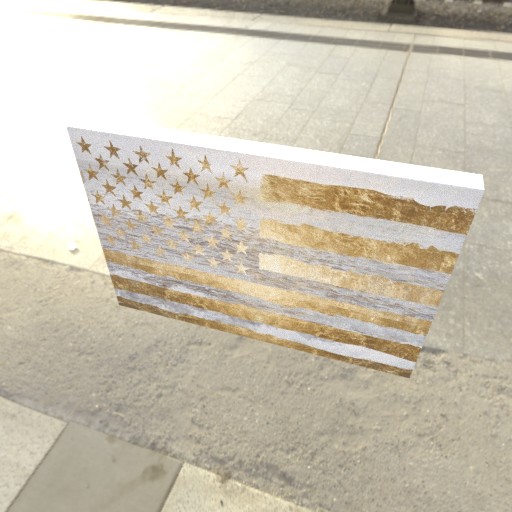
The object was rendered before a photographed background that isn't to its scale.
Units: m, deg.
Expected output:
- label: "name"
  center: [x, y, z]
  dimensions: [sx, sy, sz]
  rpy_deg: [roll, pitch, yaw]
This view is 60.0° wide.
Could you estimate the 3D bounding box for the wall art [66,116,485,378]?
- label: "wall art"
  center: [0.000, 0.000, 0.764]
  dimensions: [0.606, 0.407, 0.041]
  rpy_deg: [12, 42, 13]
